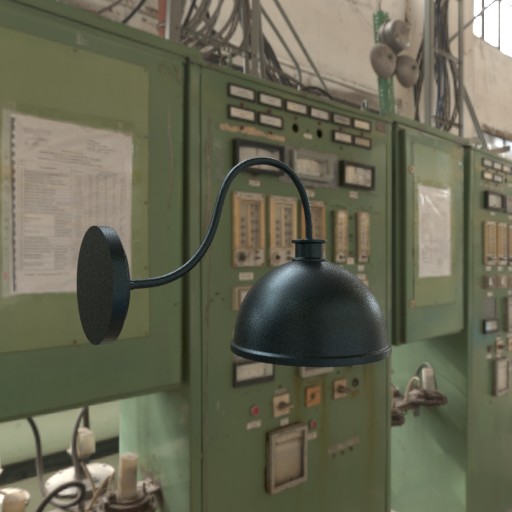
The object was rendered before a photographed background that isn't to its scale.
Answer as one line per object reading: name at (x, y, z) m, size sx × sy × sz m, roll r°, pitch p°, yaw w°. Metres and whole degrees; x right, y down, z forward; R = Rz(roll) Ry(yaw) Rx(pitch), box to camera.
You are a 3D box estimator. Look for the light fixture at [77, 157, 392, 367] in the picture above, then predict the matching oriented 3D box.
light fixture at (0.000, 0.000, 0.648) m, size 0.467 × 0.295 × 0.253 m, roll 0°, pitch 0°, yaw -37°
